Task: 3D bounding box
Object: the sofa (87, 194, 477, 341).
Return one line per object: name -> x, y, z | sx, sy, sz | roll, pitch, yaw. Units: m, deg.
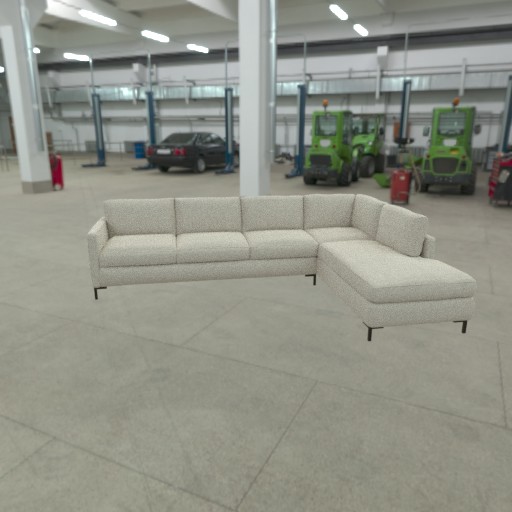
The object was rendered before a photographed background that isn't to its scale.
sofa -> 0.000, 0.000, 3.903 | 2.949, 0.815, 2.007 | -3, 16, -9
